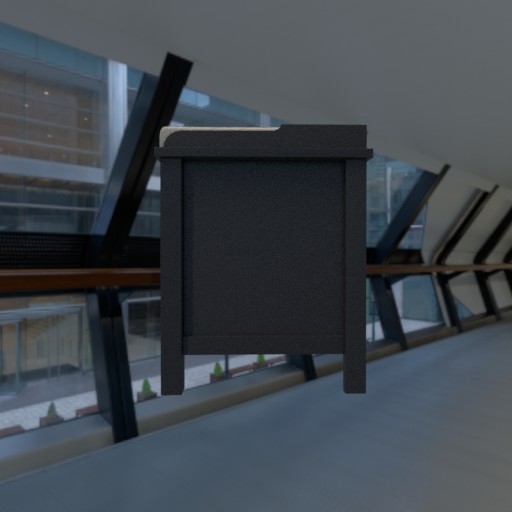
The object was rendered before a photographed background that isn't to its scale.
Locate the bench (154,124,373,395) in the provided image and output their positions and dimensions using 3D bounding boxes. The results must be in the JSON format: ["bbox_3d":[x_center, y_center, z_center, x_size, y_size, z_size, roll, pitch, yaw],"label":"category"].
[{"bbox_3d":[0.000,0.000,1.376,0.398,0.501,1.140,0,1,-2],"label":"bench"}]
